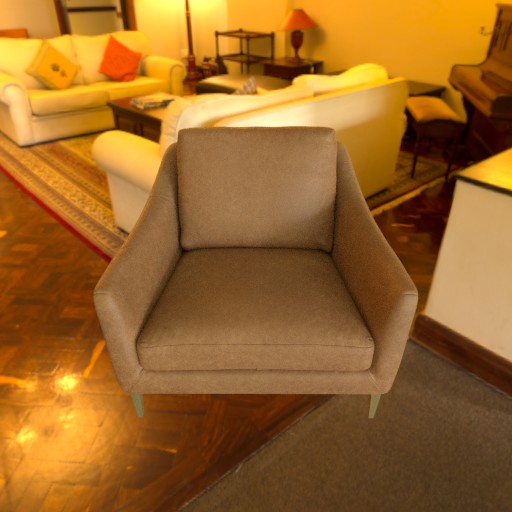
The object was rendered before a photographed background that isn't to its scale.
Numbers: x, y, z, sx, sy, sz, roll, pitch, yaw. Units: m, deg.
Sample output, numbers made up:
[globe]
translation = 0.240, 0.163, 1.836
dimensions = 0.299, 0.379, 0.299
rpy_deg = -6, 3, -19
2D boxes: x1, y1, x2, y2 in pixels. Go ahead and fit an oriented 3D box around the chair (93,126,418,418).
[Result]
[chair]
translation = 0.000, 0.000, 1.788
dimensions = 0.988, 0.895, 0.963
rpy_deg = 0, 31, 0
